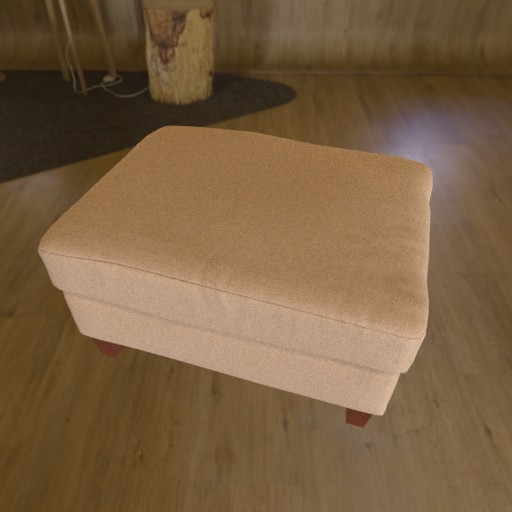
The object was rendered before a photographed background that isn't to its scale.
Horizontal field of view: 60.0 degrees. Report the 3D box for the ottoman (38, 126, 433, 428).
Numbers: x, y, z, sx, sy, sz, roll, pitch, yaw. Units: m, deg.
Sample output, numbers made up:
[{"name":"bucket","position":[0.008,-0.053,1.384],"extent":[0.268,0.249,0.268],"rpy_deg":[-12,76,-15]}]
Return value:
[{"name":"ottoman","position":[0.000,0.000,1.302],"extent":[0.902,0.511,0.692],"rpy_deg":[12,43,13]}]
